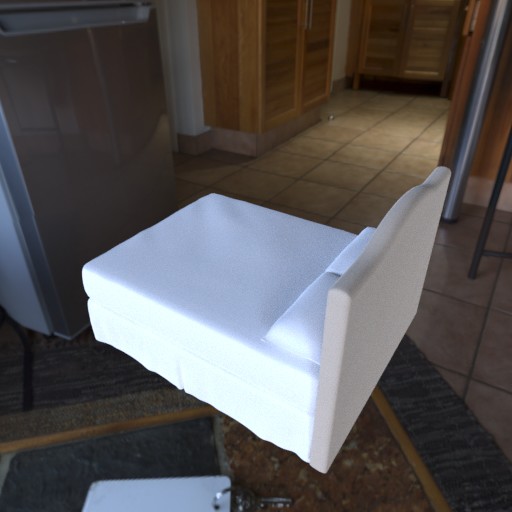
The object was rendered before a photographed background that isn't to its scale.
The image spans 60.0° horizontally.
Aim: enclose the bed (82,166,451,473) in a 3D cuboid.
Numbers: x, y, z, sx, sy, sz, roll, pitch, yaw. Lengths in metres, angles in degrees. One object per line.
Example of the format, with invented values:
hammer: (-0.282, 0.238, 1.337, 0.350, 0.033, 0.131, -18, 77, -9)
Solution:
bed: (0.000, 0.000, 3.166, 2.052, 1.398, 1.678, 20, 37, 28)
